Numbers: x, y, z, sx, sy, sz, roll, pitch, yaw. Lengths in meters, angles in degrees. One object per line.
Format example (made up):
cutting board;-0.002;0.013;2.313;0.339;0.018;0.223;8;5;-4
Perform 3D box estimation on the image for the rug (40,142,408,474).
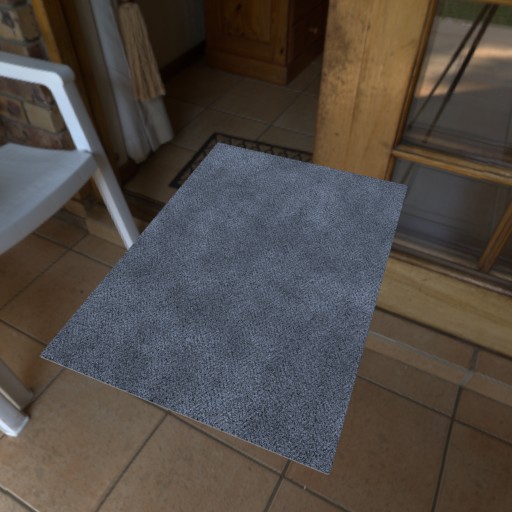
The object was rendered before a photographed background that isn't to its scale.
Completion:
rug;0.000;0.000;2.878;1.600;0.008;2.235;16;49;15
